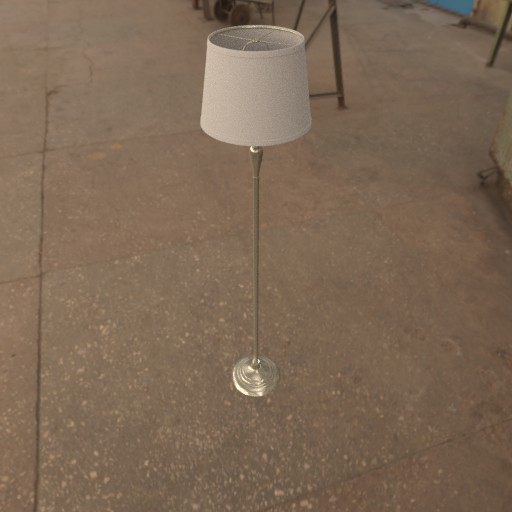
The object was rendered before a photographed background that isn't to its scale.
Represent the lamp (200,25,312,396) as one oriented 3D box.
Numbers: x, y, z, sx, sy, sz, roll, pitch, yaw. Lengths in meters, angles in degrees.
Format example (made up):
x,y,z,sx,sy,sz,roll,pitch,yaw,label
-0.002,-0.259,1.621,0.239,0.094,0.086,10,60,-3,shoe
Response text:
x,y,z,sx,sy,sz,roll,pitch,yaw,label
0.000,0.000,1.650,0.327,1.506,0.327,-11,42,-13,lamp
